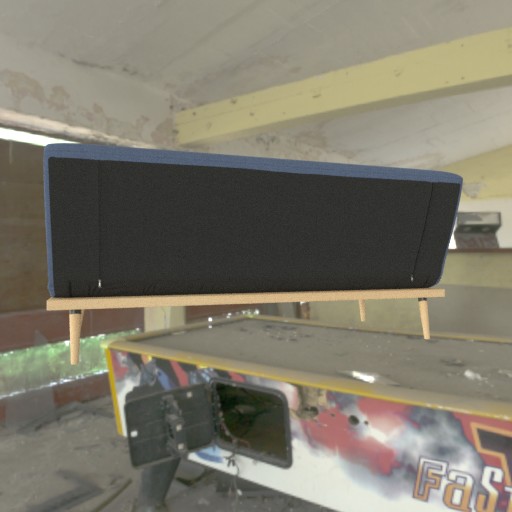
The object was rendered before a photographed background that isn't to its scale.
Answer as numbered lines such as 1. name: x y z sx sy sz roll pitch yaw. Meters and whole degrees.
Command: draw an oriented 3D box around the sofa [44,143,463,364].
1. sofa: 0.000 0.000 2.132 1.800 0.800 0.796 0 0 -19
